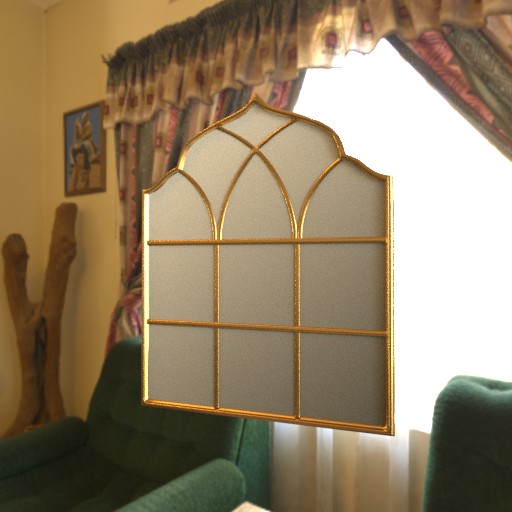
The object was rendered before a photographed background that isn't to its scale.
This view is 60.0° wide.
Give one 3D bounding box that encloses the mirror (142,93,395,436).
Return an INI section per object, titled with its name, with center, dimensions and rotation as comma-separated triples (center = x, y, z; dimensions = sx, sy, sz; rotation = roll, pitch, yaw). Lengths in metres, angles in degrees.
[mirror]
center = 0.000, 0.000, 0.862
dimensions = 0.513, 0.635, 0.018
rotation = 0, -1, 19
